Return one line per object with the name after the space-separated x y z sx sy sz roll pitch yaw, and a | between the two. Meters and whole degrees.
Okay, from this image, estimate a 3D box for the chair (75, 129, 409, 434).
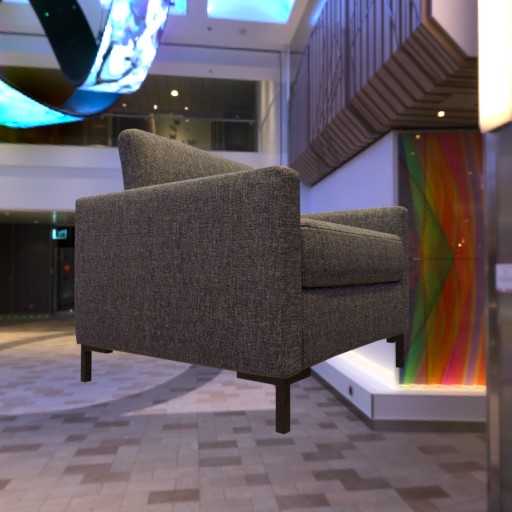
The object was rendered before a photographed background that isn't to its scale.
0.000 0.000 1.627 0.866 0.861 0.963 -1 -2 36 | chair
